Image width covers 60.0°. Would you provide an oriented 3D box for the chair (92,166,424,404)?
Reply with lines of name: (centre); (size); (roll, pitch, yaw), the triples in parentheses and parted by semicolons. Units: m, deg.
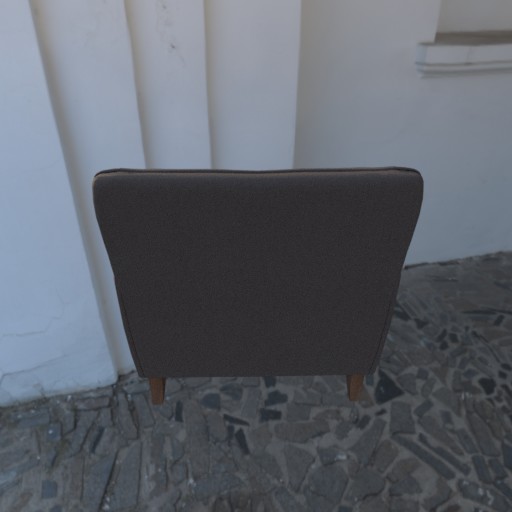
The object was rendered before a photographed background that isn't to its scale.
chair: (0.000, 0.000, 1.589); (0.836, 0.911, 0.831); (-1, 31, -1)
